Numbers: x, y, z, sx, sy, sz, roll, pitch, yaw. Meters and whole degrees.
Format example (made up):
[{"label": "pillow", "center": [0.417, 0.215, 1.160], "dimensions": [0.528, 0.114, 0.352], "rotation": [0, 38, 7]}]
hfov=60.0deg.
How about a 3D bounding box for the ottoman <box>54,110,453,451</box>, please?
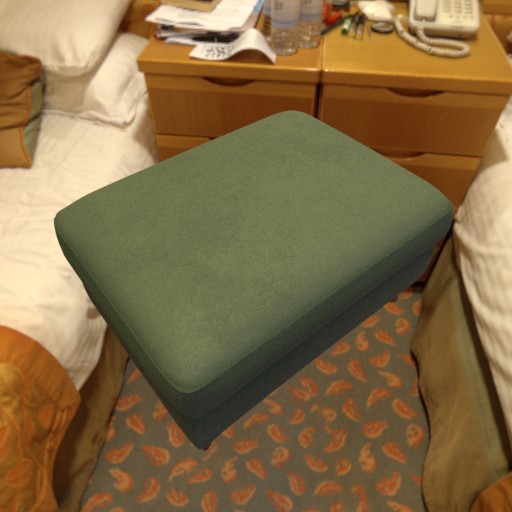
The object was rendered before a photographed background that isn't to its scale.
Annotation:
[{"label": "ottoman", "center": [0.000, 0.000, 1.164], "dimensions": [0.811, 0.449, 0.608], "rotation": [-31, 54, -25]}]
